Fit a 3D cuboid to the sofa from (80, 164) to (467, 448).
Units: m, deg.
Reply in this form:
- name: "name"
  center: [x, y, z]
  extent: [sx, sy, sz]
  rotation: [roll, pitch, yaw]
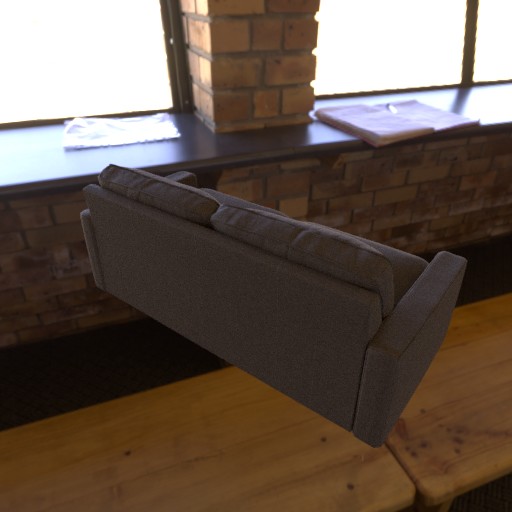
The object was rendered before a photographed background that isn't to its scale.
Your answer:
- name: "sofa"
  center: [0.000, 0.000, 2.557]
  extent: [2.080, 0.919, 0.940]
  rotation: [22, 38, 31]
